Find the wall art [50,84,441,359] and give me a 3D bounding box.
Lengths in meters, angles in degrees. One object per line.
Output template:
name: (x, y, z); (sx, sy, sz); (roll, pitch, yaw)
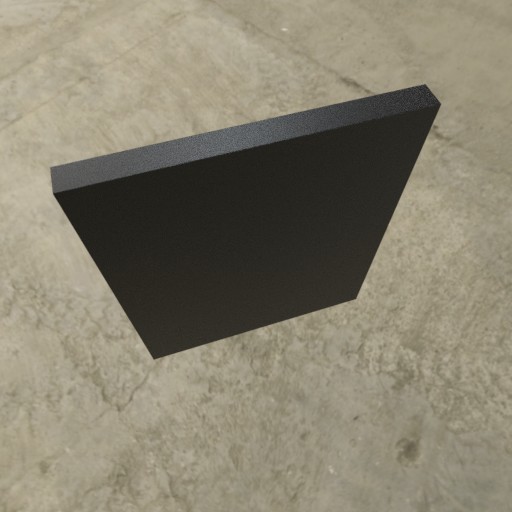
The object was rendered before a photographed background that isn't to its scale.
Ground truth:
wall art: (0.000, 0.000, 0.523); (0.325, 0.380, 0.028); (-15, 60, -9)
